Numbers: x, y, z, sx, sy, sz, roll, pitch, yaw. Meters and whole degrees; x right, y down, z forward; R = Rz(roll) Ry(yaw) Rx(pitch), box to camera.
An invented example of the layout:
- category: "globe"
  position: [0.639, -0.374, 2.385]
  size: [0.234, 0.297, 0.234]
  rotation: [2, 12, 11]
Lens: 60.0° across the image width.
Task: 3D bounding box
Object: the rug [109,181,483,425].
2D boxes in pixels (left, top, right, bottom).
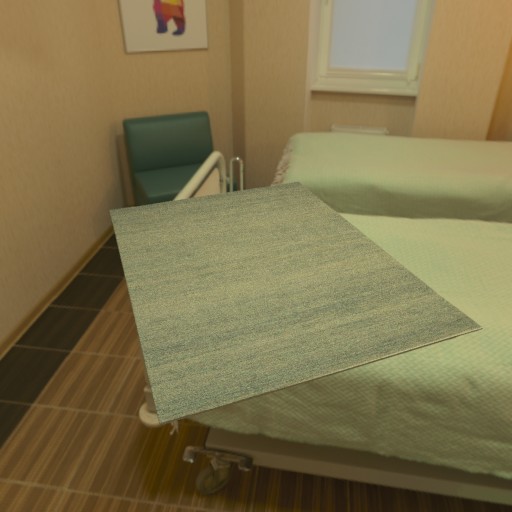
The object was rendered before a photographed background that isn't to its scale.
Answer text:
- category: "rug"
  position: [0.000, 0.000, 4.276]
  size: [2.461, 0.046, 3.237]
  rotation: [-11, 32, -18]
